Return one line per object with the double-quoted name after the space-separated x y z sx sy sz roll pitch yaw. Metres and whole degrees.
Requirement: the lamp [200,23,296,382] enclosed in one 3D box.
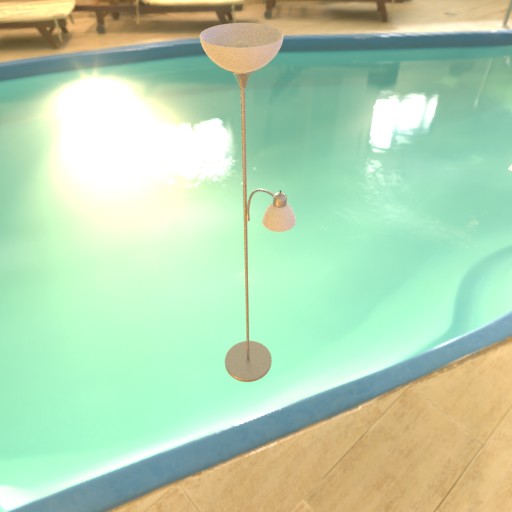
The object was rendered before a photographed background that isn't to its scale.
0.000 0.000 1.982 0.279 1.804 0.425 -26 48 -26 "lamp"
